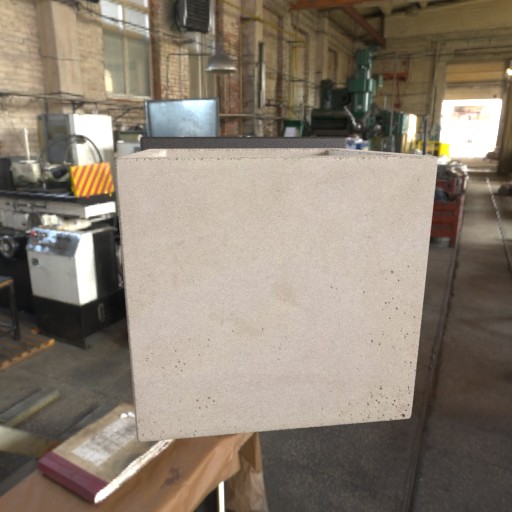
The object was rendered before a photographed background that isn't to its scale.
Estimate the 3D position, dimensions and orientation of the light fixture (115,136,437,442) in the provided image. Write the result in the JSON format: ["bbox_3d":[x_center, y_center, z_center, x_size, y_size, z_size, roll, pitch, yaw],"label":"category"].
[{"bbox_3d":[0.000,0.000,0.232,0.121,0.121,0.143,-2,15,-7],"label":"light fixture"}]
